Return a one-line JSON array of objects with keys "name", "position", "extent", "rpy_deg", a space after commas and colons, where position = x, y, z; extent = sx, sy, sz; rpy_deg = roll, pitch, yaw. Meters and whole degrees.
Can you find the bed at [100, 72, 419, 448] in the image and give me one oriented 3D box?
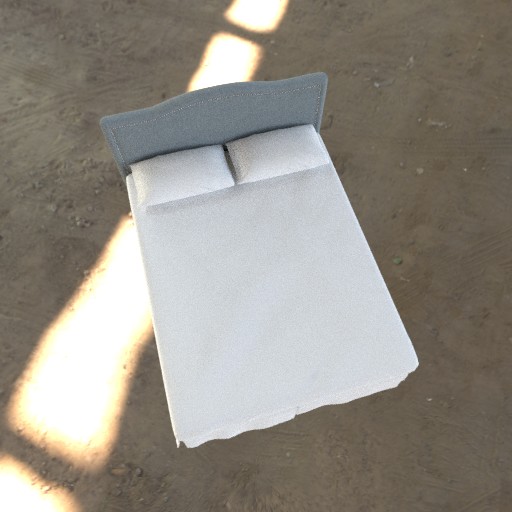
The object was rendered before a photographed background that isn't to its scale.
[{"name": "bed", "position": [0.000, 0.000, 3.917], "extent": [2.161, 1.457, 2.689], "rpy_deg": [-14, 65, -7]}]
